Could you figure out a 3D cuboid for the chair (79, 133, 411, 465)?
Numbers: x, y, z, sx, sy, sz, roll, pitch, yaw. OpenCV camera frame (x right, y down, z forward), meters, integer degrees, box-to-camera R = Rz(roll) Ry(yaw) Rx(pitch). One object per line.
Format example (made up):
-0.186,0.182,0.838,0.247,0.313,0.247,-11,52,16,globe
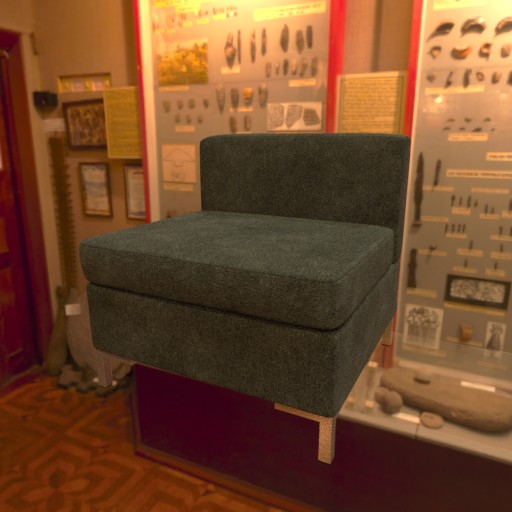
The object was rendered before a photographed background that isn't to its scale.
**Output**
0.000,0.000,1.226,0.680,0.660,0.680,8,17,27,chair
